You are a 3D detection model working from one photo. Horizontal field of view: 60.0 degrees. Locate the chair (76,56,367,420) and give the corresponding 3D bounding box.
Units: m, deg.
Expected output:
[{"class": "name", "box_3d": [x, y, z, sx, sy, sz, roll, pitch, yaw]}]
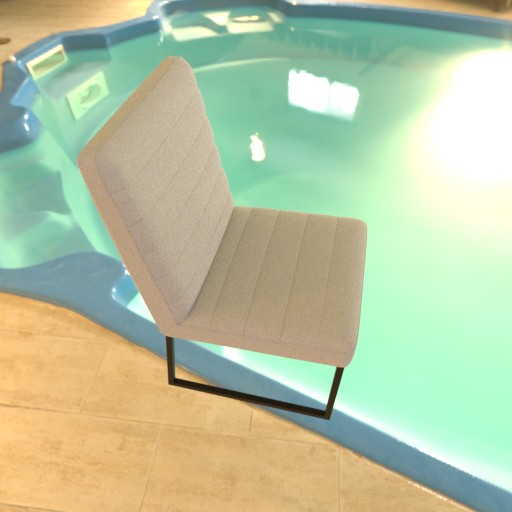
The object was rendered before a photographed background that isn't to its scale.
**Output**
[{"class": "chair", "box_3d": [0.000, 0.000, 1.305, 0.634, 0.930, 0.520, 10, 47, 9]}]
